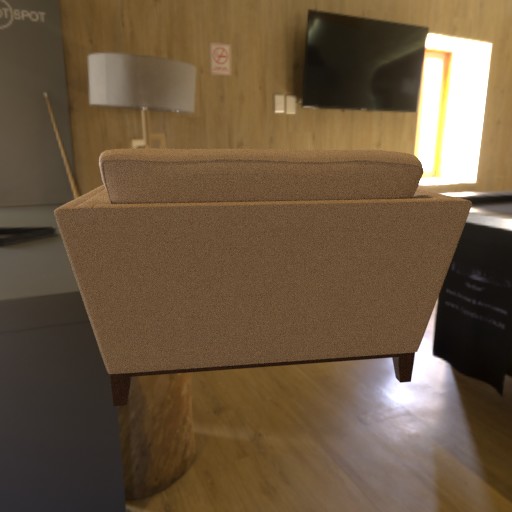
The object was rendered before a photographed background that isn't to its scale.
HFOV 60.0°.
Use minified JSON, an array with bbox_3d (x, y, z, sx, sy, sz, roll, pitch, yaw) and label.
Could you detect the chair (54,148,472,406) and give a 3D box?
[{"bbox_3d":[0.000,0.000,1.979,1.397,0.940,0.965,-2,14,-8],"label":"chair"}]
